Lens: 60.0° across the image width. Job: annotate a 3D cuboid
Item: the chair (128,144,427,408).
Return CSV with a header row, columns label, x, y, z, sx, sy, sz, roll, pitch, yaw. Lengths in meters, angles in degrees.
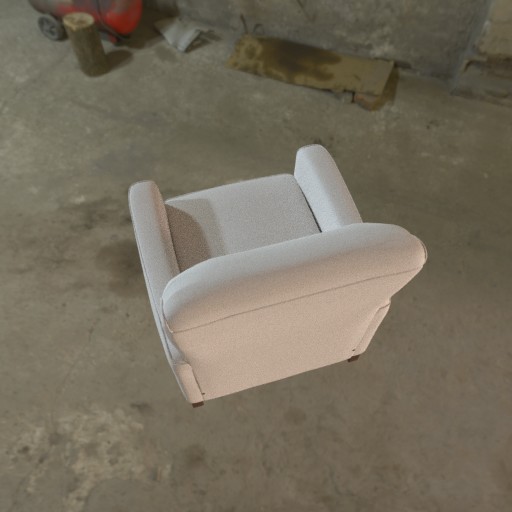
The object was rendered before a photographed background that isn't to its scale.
label,x,y,z,sx,sy,sz,roll,pitch,yaw
chair,0.000,0.000,1.673,0.841,1.028,0.858,-14,58,-9
